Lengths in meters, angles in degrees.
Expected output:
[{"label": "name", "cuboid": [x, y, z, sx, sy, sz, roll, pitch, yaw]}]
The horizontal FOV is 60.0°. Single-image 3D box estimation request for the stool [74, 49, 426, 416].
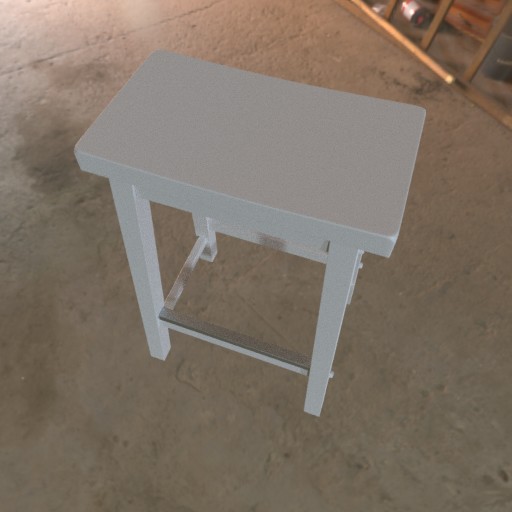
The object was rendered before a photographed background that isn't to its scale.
[{"label": "stool", "cuboid": [0.000, 0.000, 0.826, 0.406, 0.610, 0.322, 17, 59, 11]}]
